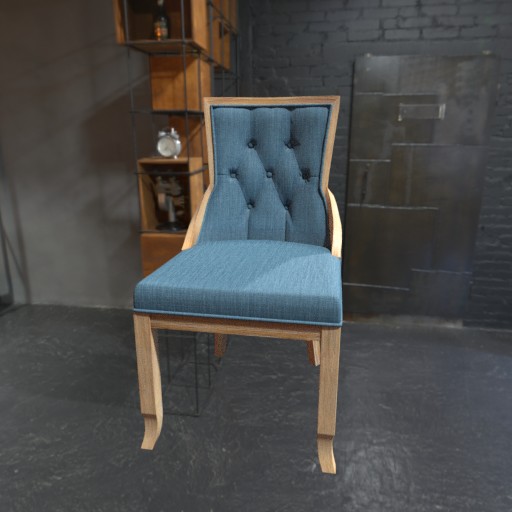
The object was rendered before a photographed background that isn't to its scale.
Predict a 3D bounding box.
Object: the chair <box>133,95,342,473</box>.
[{"bbox_3d":[0.000,0.000,1.341,0.524,0.947,0.641,3,16,10],"label":"chair"}]
